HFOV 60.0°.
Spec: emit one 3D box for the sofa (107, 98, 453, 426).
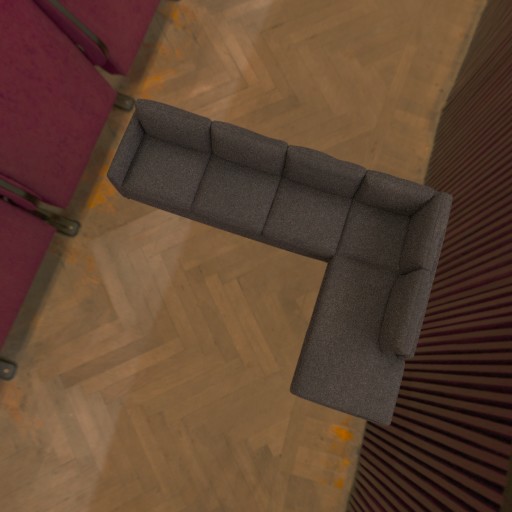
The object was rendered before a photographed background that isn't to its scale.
[{"bbox_3d":[0.000,0.000,3.859,2.949,0.815,2.007,18,77,4],"label":"sofa"}]
